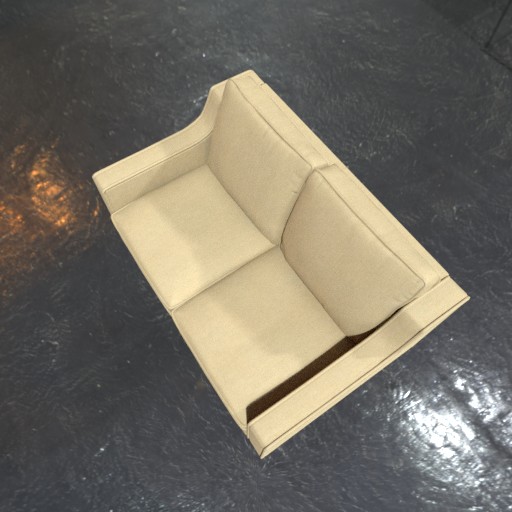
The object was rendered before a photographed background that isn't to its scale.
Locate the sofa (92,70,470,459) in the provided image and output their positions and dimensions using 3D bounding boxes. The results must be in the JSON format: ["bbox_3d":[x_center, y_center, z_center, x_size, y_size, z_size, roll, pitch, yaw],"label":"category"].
[{"bbox_3d":[0.000,0.000,2.148,0.987,0.971,1.501,-31,67,-15],"label":"sofa"}]
